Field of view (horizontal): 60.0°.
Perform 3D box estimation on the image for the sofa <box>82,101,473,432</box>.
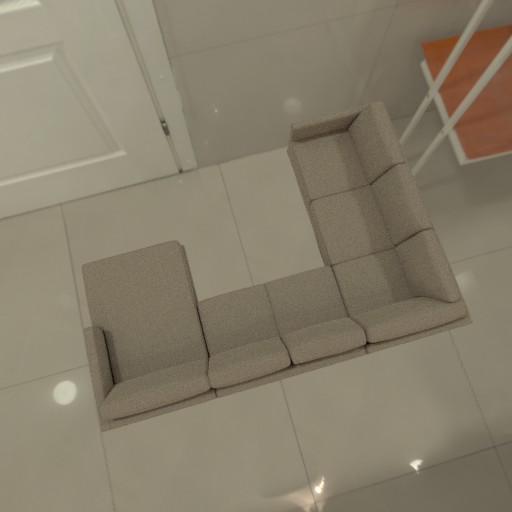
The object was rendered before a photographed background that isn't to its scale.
[{"bbox_3d":[0.000,0.000,4.438,3.438,0.865,2.424,-15,75,-4],"label":"sofa"}]
